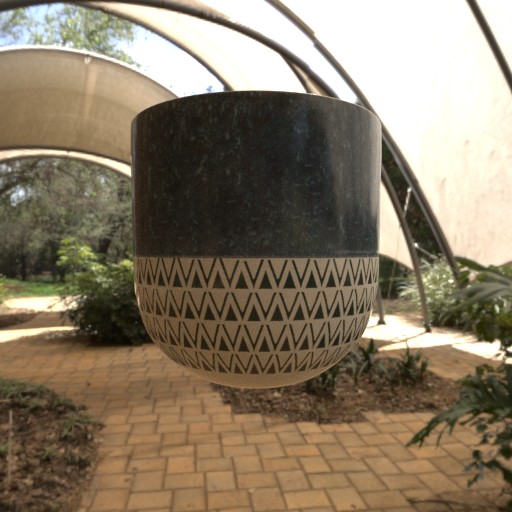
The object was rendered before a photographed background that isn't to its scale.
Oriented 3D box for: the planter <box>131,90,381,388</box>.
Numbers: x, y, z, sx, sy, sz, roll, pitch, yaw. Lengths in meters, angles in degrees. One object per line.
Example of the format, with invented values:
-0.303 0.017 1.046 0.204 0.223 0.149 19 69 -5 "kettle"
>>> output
0.000 0.000 0.490 0.266 0.270 0.266 0 0 0 "planter"
